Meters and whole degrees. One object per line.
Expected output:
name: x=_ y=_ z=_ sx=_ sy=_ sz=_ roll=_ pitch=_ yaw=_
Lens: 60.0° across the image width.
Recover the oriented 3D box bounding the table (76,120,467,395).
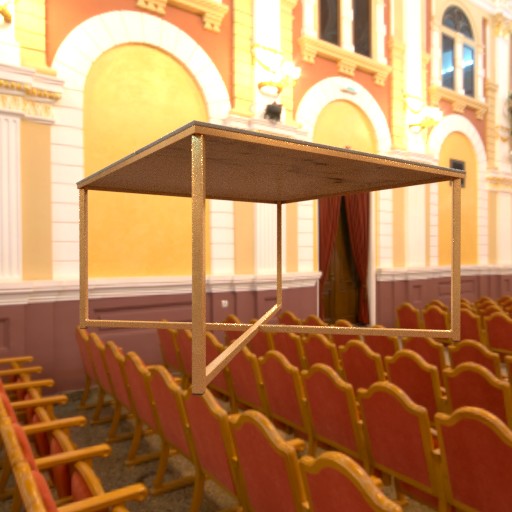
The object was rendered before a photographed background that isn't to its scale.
table: x=0.000 y=0.000 z=1.272 sx=0.800 sy=0.450 sz=0.800 roll=0 pitch=1 yaw=-35
